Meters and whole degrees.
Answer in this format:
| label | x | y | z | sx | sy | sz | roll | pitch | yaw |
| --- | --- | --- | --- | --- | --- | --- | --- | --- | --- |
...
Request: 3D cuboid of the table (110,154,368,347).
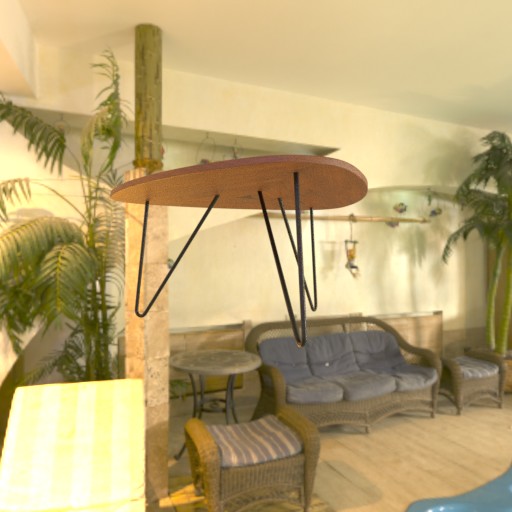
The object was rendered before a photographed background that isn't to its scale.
| label | x | y | z | sx | sy | sz | roll | pitch | yaw |
| --- | --- | --- | --- | --- | --- | --- | --- | --- | --- |
| table | 0.000 | 0.000 | 1.313 | 0.833 | 0.413 | 0.821 | 0 | -1 | -17 |
